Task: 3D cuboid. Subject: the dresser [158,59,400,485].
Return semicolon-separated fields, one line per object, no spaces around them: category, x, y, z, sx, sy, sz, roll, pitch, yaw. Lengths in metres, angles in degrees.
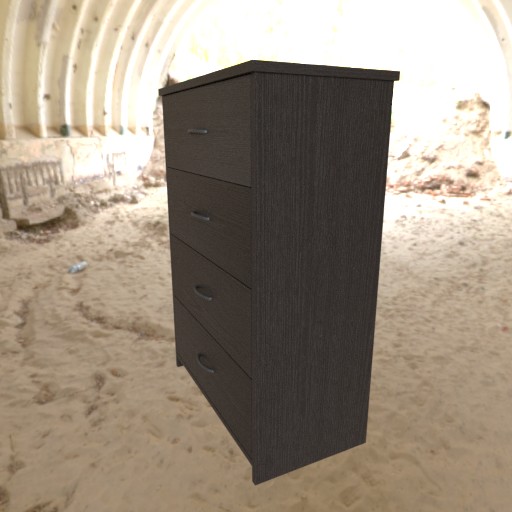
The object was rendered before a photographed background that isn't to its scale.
dresser;0.000;0.000;1.385;0.399;1.020;0.704;-8;17;-26
